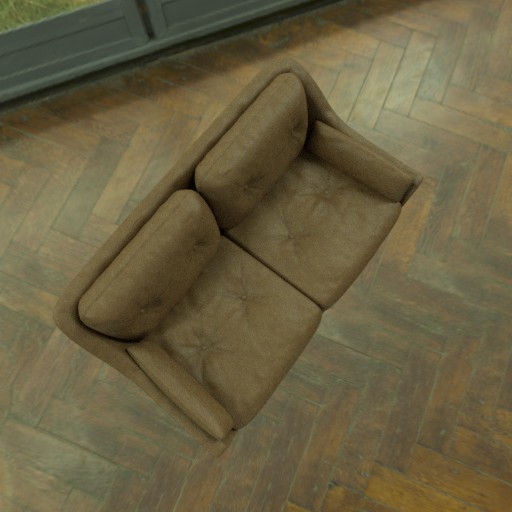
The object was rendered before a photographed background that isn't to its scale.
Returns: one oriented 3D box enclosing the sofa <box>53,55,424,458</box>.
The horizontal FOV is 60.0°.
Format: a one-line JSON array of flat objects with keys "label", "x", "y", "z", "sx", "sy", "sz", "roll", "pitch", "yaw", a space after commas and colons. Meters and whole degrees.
[{"label": "sofa", "x": 0.000, "y": 0.000, "z": 2.303, "sx": 0.981, "sy": 0.886, "sz": 1.731, "roll": 37, "pitch": 78, "yaw": 9}]
